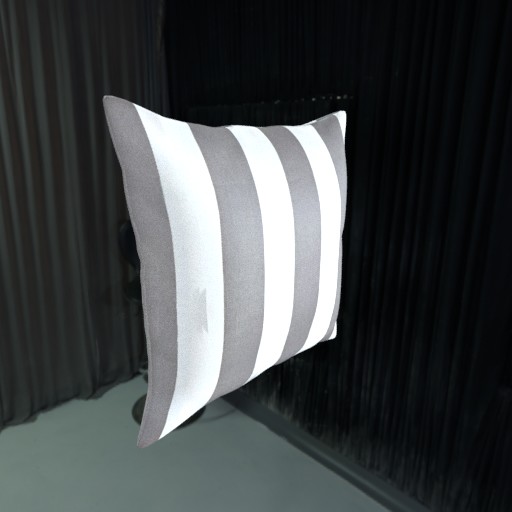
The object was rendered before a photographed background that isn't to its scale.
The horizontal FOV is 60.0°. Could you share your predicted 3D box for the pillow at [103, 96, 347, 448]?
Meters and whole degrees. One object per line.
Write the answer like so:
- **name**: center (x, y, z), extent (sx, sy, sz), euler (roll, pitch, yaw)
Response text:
- **pillow**: center (0.000, 0.000, 0.782), extent (0.192, 0.507, 0.522), euler (15, 21, 42)
